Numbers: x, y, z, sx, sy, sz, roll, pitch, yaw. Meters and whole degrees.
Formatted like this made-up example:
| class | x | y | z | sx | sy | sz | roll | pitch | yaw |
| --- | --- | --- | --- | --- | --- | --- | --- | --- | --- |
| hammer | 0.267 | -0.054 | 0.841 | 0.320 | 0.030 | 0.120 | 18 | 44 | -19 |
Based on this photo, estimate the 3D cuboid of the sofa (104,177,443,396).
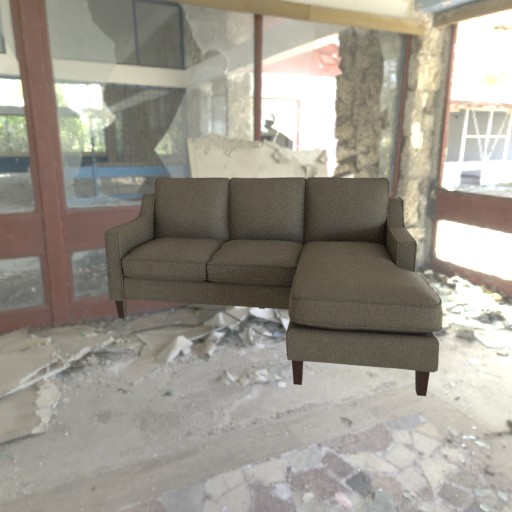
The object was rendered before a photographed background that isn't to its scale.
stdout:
| class | x | y | z | sx | sy | sz | roll | pitch | yaw |
| --- | --- | --- | --- | --- | --- | --- | --- | --- | --- |
| sofa | 0.000 | 0.000 | 3.312 | 2.317 | 1.081 | 1.858 | 2 | 15 | 9 |
